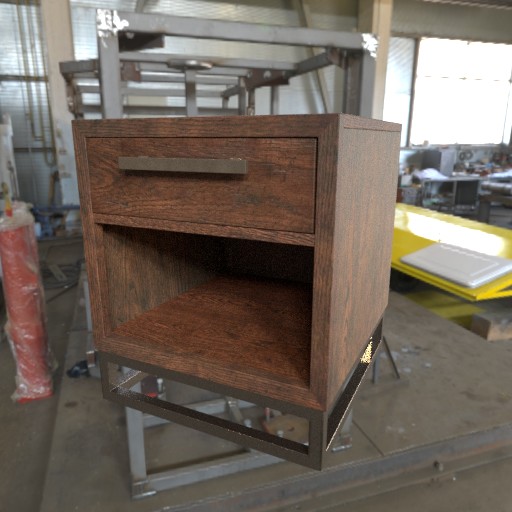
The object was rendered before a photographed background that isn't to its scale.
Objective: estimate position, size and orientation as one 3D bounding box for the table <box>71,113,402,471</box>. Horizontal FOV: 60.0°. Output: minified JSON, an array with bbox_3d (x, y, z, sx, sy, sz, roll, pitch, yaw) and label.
[{"bbox_3d":[0.000,0.000,1.003,0.506,0.582,0.566,7,17,25],"label":"table"}]
